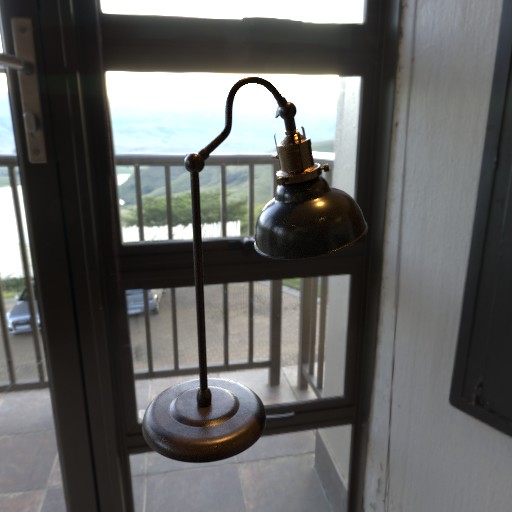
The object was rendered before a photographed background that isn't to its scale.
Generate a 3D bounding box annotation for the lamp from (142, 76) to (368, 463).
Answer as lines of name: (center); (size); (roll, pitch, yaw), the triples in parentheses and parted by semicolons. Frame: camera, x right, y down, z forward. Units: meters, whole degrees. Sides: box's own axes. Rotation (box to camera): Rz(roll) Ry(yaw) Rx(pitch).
lamp: (0.000, 0.000, 0.671); (0.374, 0.508, 0.192); (-8, 17, -28)
